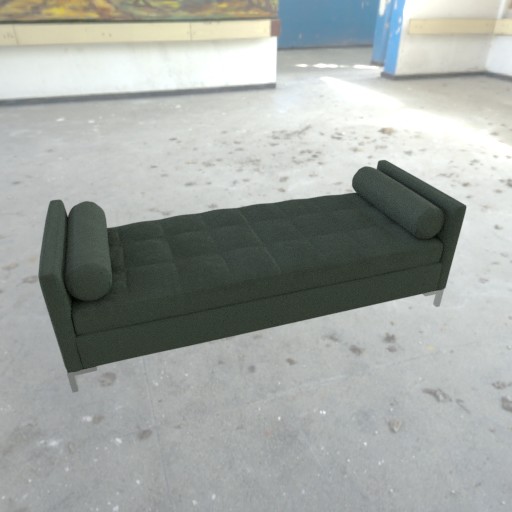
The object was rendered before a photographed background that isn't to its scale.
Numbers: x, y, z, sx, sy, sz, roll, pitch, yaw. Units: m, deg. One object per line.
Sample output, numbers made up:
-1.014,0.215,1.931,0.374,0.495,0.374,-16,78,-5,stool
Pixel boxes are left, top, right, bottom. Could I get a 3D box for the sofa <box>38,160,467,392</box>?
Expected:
0.000,0.000,2.503,2.102,0.657,0.797,-10,32,-16,sofa
